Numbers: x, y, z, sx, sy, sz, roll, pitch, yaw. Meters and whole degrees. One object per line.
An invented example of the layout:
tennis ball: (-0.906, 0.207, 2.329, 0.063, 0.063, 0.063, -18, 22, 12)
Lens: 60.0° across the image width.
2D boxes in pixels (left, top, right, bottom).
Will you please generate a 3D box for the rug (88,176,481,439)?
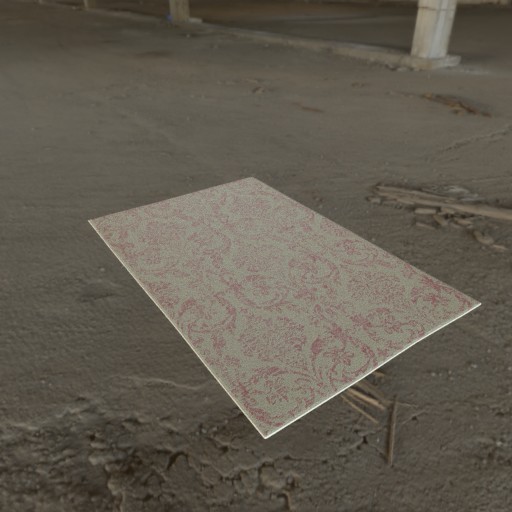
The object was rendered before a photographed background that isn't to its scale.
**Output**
rug: (0.000, 0.000, 3.521, 1.819, 0.018, 2.746, -20, 38, -29)
